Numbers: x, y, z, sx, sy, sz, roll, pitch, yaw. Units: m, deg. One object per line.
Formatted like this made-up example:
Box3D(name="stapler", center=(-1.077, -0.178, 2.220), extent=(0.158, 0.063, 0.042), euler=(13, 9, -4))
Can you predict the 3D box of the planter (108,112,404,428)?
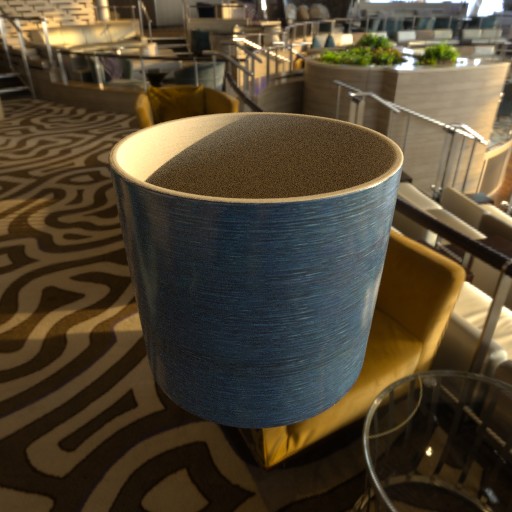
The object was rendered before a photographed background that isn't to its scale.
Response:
Box3D(name="planter", center=(0.000, 0.000, 0.396), extent=(0.221, 0.201, 0.221), euler=(0, 31, 0))
